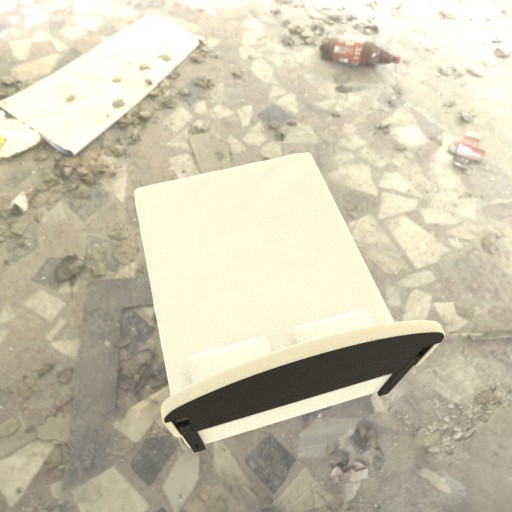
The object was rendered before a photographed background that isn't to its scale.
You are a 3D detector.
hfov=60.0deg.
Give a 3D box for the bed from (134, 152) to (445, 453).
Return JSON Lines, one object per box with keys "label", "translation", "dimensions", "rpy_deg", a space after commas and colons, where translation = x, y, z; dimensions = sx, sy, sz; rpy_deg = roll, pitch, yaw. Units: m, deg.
{"label": "bed", "translation": [0.000, 0.000, 3.063], "dimensions": [1.607, 1.410, 2.005], "rpy_deg": [-14, 58, -9]}
